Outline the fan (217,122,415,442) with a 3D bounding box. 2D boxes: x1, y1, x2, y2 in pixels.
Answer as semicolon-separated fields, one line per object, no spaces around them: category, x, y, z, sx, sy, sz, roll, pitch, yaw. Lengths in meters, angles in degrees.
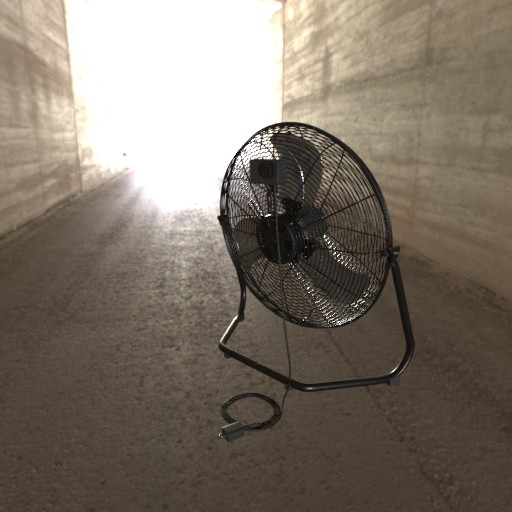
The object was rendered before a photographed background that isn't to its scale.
fan;0.000;0.000;1.034;0.470;0.605;0.595;-14;21;-43
